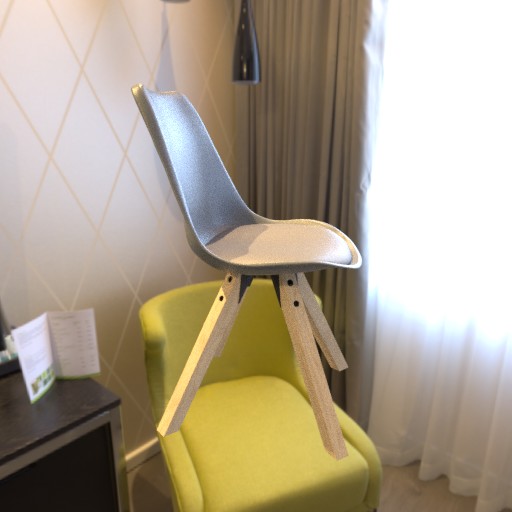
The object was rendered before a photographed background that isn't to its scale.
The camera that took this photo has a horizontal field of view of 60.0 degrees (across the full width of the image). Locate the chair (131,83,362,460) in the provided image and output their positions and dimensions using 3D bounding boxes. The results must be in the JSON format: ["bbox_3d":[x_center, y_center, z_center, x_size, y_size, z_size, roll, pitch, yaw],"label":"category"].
[{"bbox_3d":[0.000,0.000,1.181,0.550,0.850,0.485,3,16,11],"label":"chair"}]
